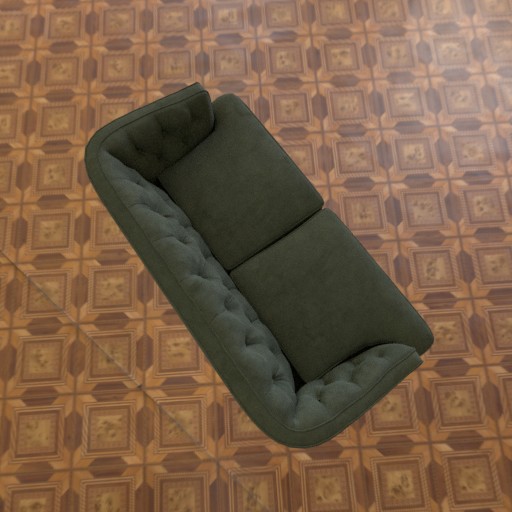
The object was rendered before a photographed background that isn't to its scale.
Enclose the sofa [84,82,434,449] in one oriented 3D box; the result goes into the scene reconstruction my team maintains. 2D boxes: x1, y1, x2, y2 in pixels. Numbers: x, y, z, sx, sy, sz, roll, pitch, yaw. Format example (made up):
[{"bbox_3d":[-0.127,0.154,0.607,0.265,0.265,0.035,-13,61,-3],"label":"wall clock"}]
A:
[{"bbox_3d":[0.000,0.000,2.264,0.941,0.855,1.733,-35,77,-9],"label":"sofa"}]
